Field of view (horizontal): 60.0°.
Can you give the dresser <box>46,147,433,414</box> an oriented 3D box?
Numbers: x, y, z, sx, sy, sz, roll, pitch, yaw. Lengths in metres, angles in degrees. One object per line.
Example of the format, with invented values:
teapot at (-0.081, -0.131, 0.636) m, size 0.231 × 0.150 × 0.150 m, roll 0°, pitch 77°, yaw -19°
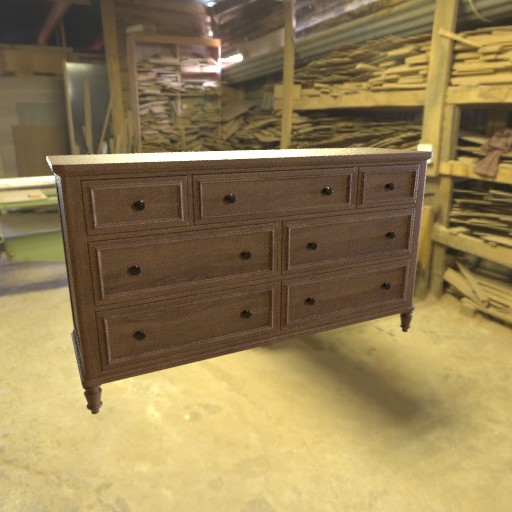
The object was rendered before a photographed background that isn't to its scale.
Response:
dresser at (0.000, 0.000, 1.980) m, size 1.583 × 0.892 × 0.468 m, roll -8°, pitch 18°, yaw -25°
